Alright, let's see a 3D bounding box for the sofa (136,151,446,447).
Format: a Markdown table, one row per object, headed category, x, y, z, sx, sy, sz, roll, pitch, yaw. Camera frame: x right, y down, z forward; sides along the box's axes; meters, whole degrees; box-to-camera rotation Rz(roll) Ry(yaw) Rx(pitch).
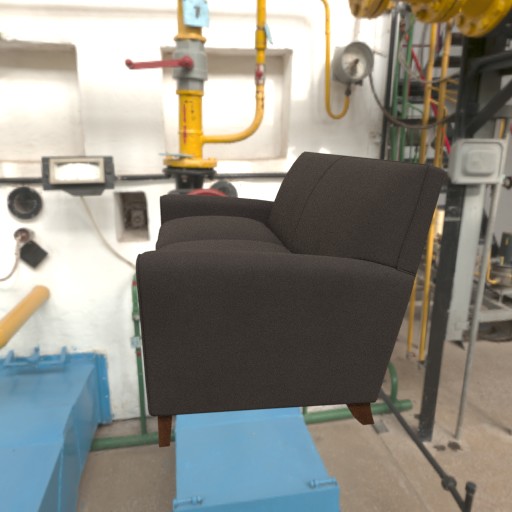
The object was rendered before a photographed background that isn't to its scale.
| category | x | y | z | sx | sy | sz | roll | pitch | yaw |
| --- | --- | --- | --- | --- | --- | --- | --- | --- | --- |
| sofa | 0.000 | 0.000 | 1.925 | 0.871 | 0.846 | 1.420 | -2 | 15 | -9 |
